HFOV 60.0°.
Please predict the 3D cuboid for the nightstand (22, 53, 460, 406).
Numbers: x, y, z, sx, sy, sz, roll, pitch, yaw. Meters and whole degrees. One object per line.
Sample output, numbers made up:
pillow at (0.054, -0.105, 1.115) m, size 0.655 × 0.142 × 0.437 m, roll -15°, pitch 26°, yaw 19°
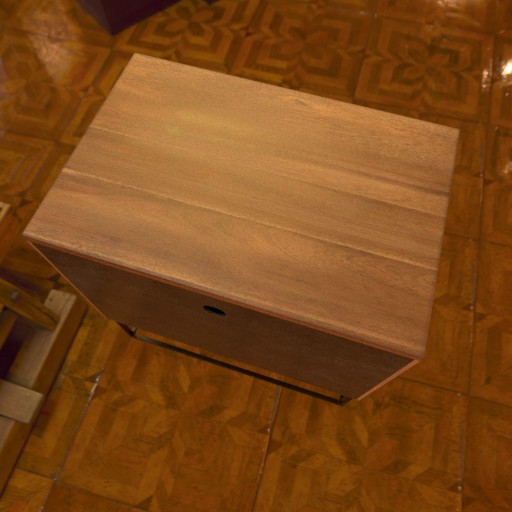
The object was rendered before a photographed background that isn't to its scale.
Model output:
nightstand at (0.000, 0.000, 0.988) m, size 0.605 × 0.611 × 0.427 m, roll 16°, pitch 66°, yaw 8°
